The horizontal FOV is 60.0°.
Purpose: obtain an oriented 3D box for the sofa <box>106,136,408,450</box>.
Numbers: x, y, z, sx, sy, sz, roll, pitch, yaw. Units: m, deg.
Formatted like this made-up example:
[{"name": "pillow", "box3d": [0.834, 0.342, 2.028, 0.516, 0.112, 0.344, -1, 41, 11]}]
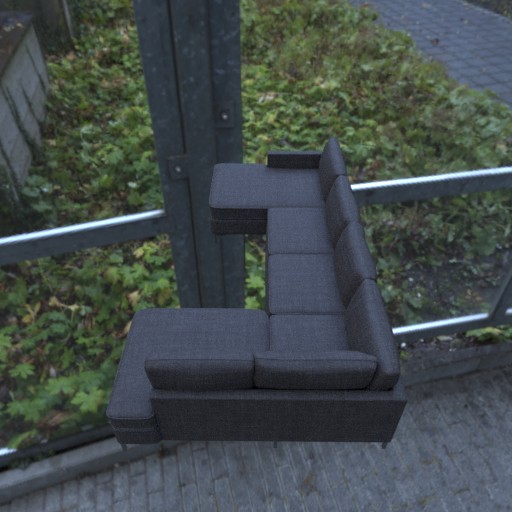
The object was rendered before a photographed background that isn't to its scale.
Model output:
[{"name": "sofa", "box3d": [0.000, 0.000, 4.320, 2.048, 0.999, 3.423, 0, 42, 0]}]
